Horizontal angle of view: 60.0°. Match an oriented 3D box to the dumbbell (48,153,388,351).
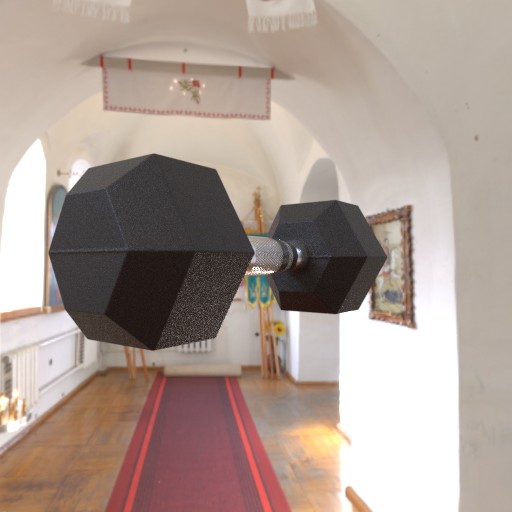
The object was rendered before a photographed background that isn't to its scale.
[{"bbox_3d":[0.000,0.000,0.418,0.141,0.123,0.356,-1,-1,37],"label":"dumbbell"}]
